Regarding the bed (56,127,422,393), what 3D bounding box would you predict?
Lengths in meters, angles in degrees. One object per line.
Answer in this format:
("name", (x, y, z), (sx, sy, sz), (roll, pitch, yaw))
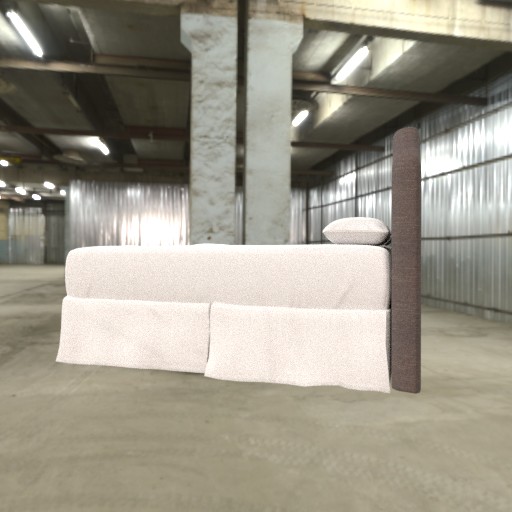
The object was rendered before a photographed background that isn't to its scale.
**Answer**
("bed", (0.000, 0.000, 3.105), (2.116, 1.290, 1.693), (0, 1, 19))
